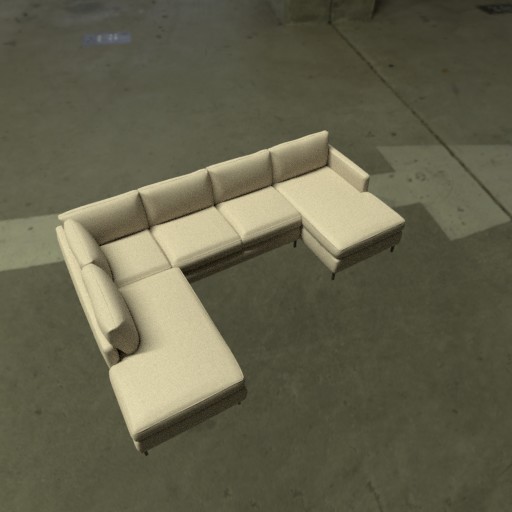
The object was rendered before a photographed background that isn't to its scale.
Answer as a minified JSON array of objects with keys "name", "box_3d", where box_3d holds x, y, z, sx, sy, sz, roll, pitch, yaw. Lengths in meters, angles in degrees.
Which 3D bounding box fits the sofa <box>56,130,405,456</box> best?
[{"name":"sofa","box_3d":[0.000,0.000,3.608,2.737,0.756,1.879,-22,49,-21]}]
